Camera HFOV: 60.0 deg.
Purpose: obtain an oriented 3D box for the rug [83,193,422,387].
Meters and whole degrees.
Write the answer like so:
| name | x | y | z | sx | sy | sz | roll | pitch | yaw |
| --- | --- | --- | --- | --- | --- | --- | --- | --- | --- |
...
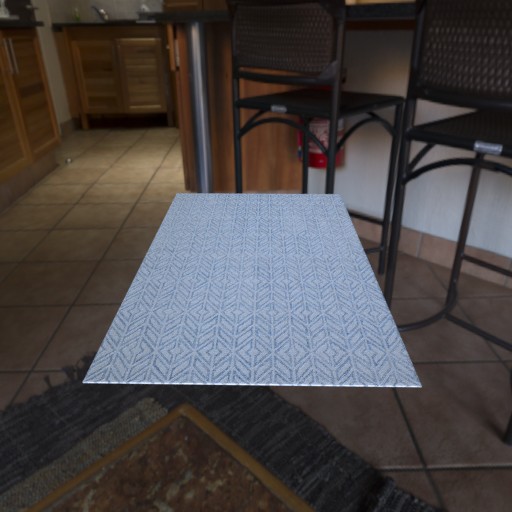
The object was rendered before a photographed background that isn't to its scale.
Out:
| name | x | y | z | sx | sy | sz | roll | pitch | yaw |
| --- | --- | --- | --- | --- | --- | --- | --- | --- | --- |
| rug | 0.000 | 0.000 | 3.067 | 1.526 | 0.008 | 2.441 | 0 | 28 | 1 |
